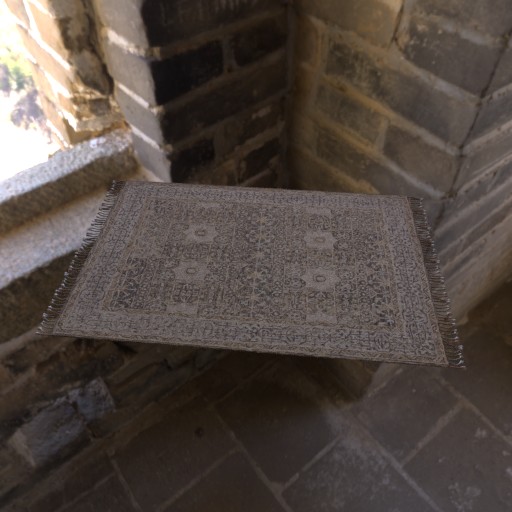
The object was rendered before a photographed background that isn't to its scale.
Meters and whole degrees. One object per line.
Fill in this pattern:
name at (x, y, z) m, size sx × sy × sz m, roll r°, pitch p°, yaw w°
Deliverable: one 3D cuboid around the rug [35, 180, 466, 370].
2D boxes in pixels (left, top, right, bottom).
rug at (0.000, 0.000, 2.475) m, size 2.029 × 0.010 × 1.237 m, roll 4°, pitch 46°, yaw 4°
